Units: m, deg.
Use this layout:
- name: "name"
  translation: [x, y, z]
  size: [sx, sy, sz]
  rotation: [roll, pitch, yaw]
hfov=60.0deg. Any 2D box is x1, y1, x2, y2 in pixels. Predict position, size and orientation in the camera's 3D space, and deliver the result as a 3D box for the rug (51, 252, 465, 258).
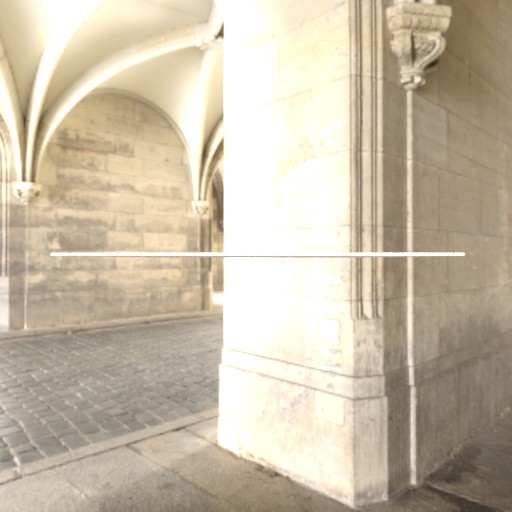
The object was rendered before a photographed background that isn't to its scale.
- name: "rug"
  translation: [0.000, 0.000, 4.102]
  size: [2.420, 0.019, 3.039]
  rotation: [0, 0, -1]
